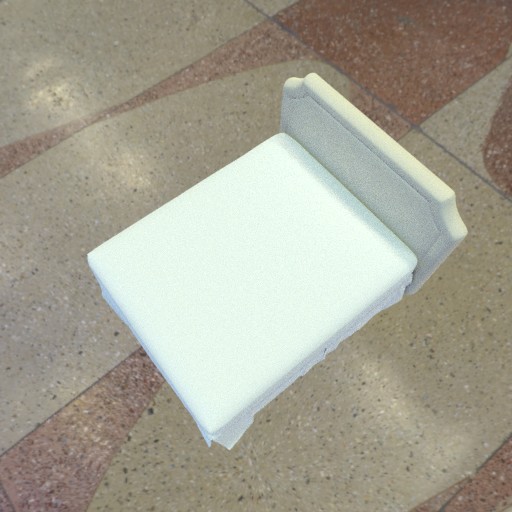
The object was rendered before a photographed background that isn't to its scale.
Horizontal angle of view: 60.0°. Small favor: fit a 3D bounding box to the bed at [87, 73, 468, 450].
[{"bbox_3d":[0.000,0.000,3.336,2.209,1.296,1.827,-36,69,-16],"label":"bed"}]
